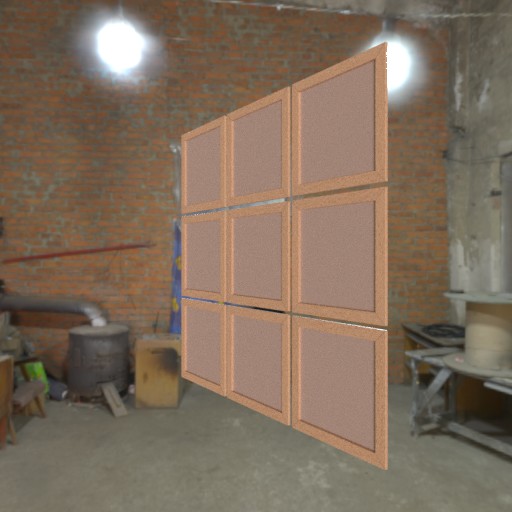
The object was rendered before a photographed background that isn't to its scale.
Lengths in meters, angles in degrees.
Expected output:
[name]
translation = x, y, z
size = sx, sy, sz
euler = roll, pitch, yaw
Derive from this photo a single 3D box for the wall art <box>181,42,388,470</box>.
[wall art]
translation = 0.000, 0.000, 2.166
size = 0.014, 1.507, 1.519
euler = 0, 0, -37
